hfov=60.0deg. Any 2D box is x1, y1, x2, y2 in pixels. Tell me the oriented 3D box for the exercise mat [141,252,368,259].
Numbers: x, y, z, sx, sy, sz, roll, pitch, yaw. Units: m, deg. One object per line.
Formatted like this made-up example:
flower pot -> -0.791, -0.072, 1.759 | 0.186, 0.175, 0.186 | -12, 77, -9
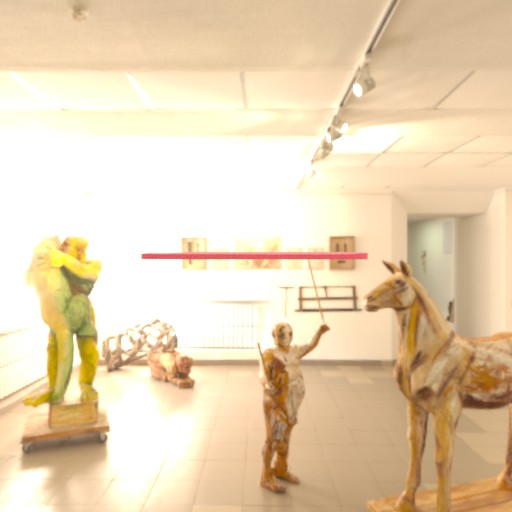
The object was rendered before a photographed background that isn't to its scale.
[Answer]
exercise mat -> 0.000, 0.000, 2.084 | 0.616, 0.021, 1.884 | 0, 0, 0
